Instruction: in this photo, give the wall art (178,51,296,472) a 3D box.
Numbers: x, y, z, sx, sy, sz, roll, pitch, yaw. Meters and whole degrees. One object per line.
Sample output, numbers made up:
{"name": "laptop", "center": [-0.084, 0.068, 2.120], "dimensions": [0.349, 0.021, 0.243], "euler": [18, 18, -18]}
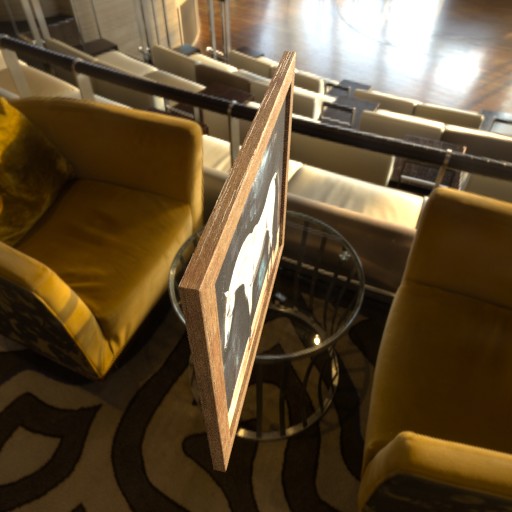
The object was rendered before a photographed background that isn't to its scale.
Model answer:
{"name": "wall art", "center": [0.000, 0.000, 0.943], "dimensions": [0.026, 0.588, 0.690], "euler": [9, 47, 9]}
